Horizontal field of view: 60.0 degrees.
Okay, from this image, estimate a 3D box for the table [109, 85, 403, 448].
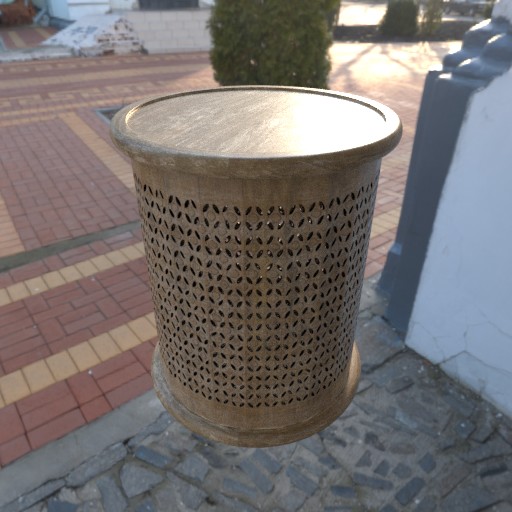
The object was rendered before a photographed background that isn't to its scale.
[{"bbox_3d":[0.000,0.000,0.758,0.407,0.482,0.407,0,31,0],"label":"table"}]
